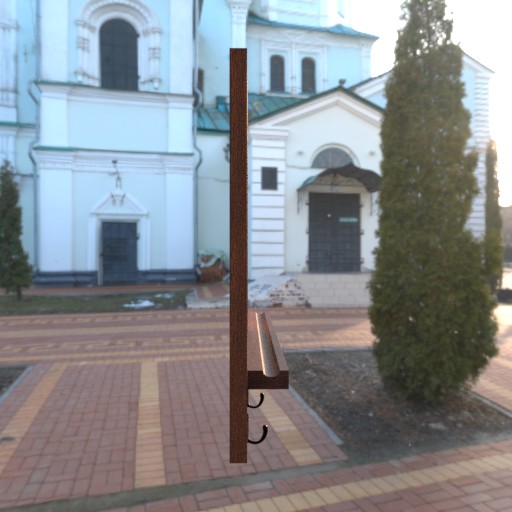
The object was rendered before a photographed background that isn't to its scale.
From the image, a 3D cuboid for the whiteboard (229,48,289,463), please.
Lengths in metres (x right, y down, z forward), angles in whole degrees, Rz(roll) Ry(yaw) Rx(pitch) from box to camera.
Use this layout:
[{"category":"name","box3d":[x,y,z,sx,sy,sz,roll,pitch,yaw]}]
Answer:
[{"category":"whiteboard","box3d":[0.000,0.000,0.973,0.083,0.553,0.768,0,0,-1]}]
